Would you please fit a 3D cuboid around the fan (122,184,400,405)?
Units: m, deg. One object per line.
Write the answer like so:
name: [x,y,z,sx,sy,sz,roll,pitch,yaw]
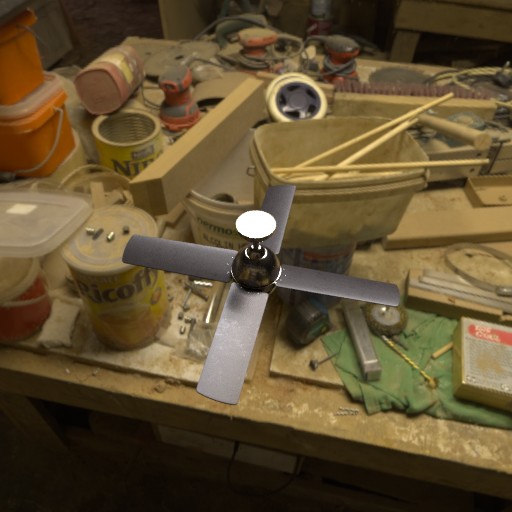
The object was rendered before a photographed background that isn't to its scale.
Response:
fan: [0.000,0.000,2.031,1.332,0.403,1.332,10,48,9]
